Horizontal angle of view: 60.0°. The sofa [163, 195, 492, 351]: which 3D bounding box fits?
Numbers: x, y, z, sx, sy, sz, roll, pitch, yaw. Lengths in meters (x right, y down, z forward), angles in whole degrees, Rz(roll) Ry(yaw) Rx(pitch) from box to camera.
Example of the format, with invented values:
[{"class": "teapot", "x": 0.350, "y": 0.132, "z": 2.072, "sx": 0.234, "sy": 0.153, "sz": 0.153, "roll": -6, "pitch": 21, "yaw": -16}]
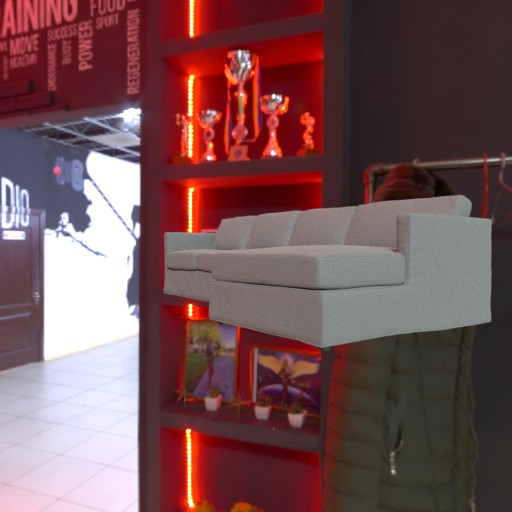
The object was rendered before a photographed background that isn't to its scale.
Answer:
[{"class": "sofa", "x": 0.000, "y": 0.000, "z": 3.762, "sx": 1.622, "sy": 0.867, "sz": 3.177, "roll": 0, "pitch": 1, "yaw": -36}]
